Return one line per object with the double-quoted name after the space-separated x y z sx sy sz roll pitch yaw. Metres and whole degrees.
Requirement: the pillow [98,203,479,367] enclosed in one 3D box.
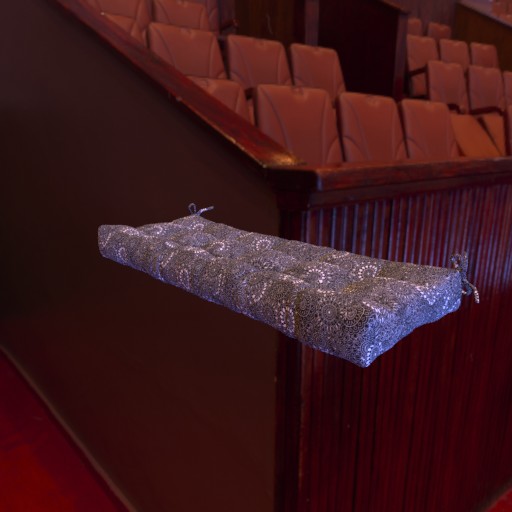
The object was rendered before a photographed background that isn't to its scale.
0.000 0.000 1.355 0.511 0.174 1.194 -14 21 -42 "pillow"
